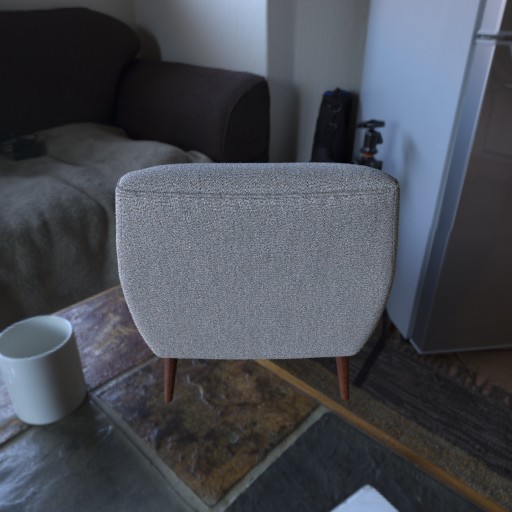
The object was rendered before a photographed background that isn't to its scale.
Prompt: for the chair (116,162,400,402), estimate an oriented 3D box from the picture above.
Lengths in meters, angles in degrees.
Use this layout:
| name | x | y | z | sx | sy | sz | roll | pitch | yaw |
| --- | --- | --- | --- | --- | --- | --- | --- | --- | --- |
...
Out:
| name | x | y | z | sx | sy | sz | roll | pitch | yaw |
| --- | --- | --- | --- | --- | --- | --- | --- | --- | --- |
| chair | 0.000 | 0.000 | 1.476 | 0.762 | 0.838 | 0.787 | 0 | 30 | -1 |
